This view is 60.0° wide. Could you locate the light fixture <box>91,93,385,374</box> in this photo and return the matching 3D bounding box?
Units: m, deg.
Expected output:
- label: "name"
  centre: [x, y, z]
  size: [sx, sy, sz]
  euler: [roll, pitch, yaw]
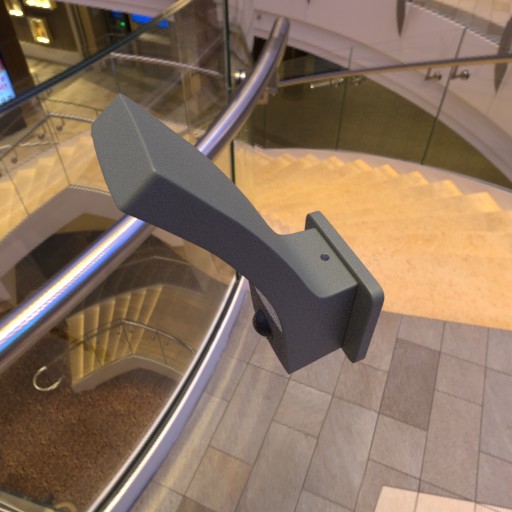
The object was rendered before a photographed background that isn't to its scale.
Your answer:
- label: "light fixture"
  centre: [0.000, 0.000, 0.324]
  size: [0.174, 0.243, 0.108]
  euler: [-17, 49, -16]
